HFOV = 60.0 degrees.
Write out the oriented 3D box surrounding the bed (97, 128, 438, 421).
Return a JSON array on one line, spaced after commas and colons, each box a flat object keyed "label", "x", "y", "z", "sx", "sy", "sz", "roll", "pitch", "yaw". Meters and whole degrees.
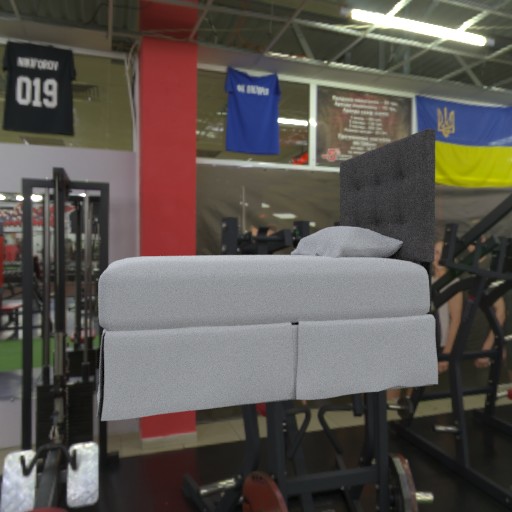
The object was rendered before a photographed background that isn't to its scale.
[{"label": "bed", "x": 0.000, "y": 0.000, "z": 2.983, "sx": 1.997, "sy": 1.571, "sz": 1.261, "roll": 0, "pitch": 1, "yaw": -16}]
